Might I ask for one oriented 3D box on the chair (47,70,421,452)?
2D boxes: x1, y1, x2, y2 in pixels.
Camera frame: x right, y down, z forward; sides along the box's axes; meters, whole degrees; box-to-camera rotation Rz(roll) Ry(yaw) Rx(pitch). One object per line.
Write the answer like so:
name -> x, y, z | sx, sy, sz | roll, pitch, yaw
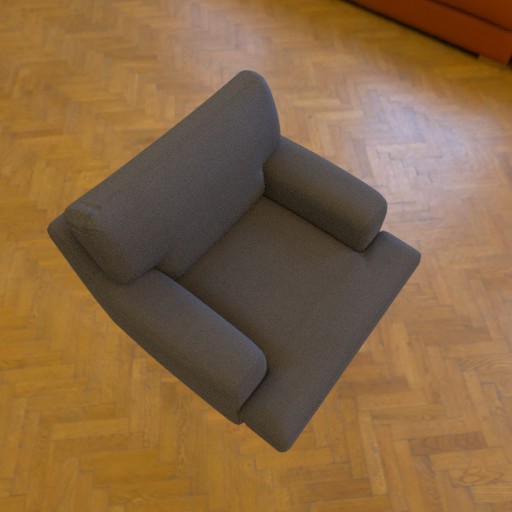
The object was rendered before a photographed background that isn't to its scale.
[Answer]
chair -> 0.000, 0.000, 1.933 | 1.143, 0.940, 1.168 | 34, 64, 19
